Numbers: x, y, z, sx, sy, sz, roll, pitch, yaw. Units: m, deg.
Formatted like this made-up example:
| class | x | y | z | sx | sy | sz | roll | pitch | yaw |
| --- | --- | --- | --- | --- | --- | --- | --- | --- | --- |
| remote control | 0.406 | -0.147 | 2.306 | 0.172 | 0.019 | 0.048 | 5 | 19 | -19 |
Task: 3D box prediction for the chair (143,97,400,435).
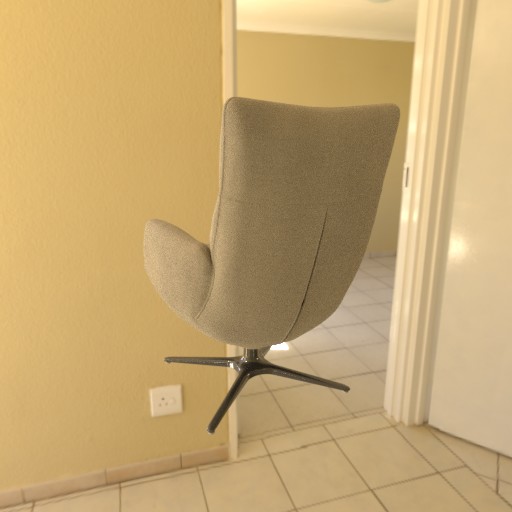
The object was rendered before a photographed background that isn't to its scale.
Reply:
| class | x | y | z | sx | sy | sz | roll | pitch | yaw |
| --- | --- | --- | --- | --- | --- | --- | --- | --- | --- |
| chair | 0.000 | 0.000 | 1.604 | 0.711 | 1.016 | 0.889 | -7 | 17 | -26 |
